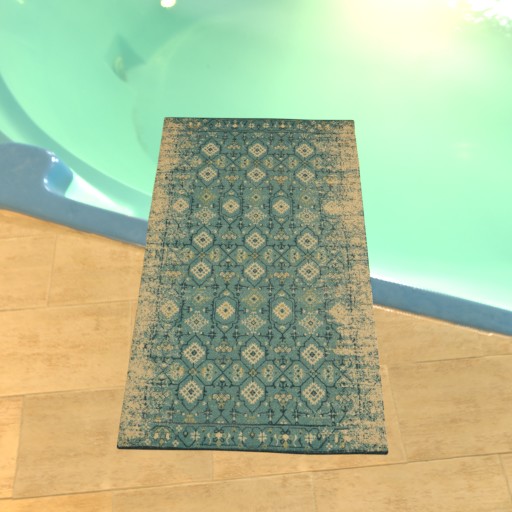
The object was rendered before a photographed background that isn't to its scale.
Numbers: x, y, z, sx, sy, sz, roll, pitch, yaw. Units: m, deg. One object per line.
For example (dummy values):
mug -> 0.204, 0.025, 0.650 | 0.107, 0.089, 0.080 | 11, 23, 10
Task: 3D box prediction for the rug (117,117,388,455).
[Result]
rug -> 0.000, 0.000, 3.005 | 1.530, 0.015, 2.449 | 1, 64, 0
